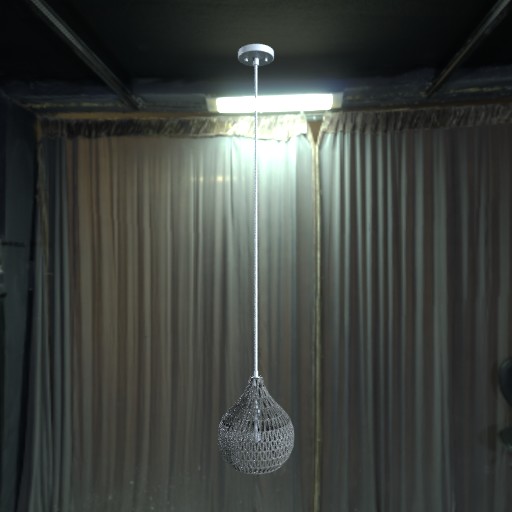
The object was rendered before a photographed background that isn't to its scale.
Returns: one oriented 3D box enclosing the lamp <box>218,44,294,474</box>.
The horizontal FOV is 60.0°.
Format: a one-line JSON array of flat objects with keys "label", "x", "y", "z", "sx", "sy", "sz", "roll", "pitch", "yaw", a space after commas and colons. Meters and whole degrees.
[{"label": "lamp", "x": 0.000, "y": 0.000, "z": 2.079, "sx": 0.355, "sy": 1.919, "sz": 0.355, "roll": 0, "pitch": -1, "yaw": 0}]
